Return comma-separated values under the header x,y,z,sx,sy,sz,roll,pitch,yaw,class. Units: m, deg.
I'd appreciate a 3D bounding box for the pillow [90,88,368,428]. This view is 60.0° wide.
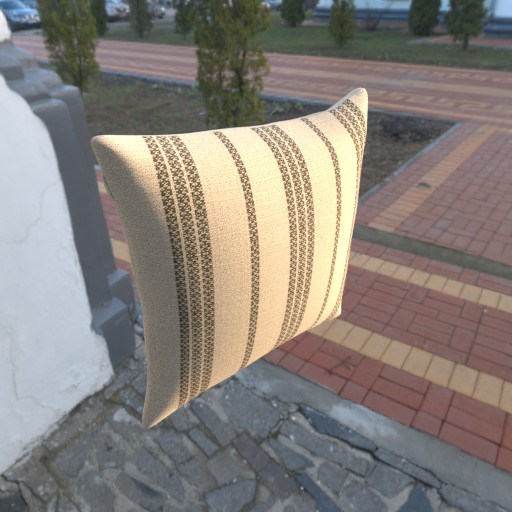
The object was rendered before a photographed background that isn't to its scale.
x,y,z,sx,sy,sz,roll,pitch,yaw,class
0.000,0.000,0.623,0.405,0.406,0.173,-23,37,-33,pillow
